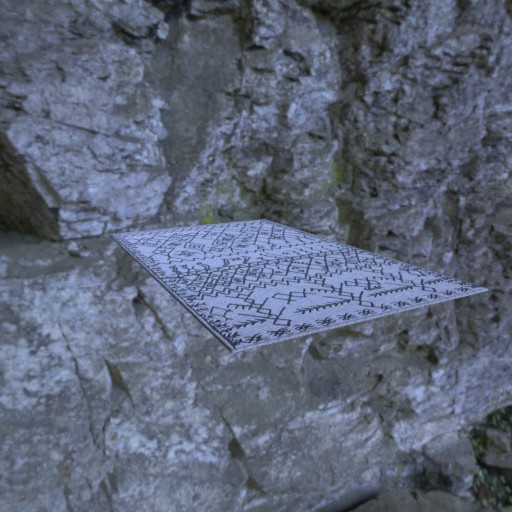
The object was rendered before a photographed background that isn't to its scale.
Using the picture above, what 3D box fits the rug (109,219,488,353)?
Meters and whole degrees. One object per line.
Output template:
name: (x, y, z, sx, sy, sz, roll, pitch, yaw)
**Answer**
rug: (0.000, 0.000, 3.072, 1.526, 0.012, 2.444, -8, 17, -27)
